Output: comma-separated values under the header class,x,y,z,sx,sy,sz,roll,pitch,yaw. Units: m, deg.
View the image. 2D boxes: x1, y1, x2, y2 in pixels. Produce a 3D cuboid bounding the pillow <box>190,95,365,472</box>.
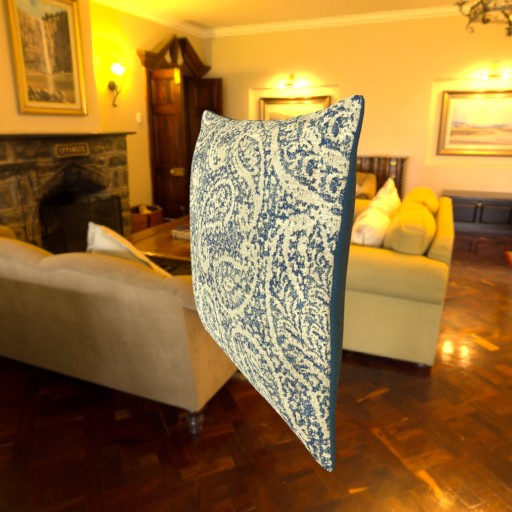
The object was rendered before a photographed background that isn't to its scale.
class,x,y,z,sx,sy,sz,roll,pitch,yaw
pillow,0.000,0.000,0.789,0.166,0.510,0.523,-8,18,-25
